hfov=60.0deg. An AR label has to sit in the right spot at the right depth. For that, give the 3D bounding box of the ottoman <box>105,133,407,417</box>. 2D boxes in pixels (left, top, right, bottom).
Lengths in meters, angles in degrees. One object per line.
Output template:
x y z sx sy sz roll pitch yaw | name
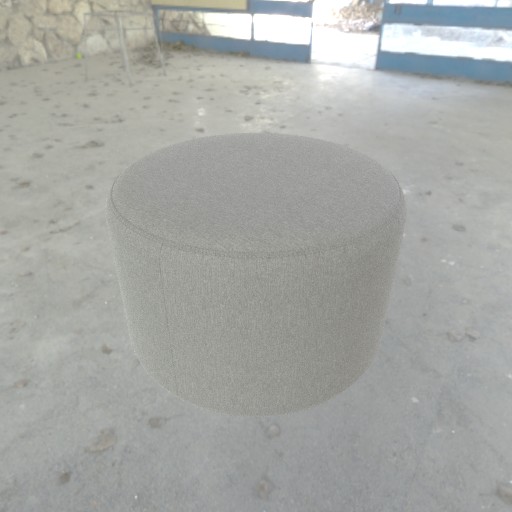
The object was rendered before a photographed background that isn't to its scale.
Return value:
0.000 0.000 1.009 0.608 0.433 0.608 0 32 0 | ottoman
